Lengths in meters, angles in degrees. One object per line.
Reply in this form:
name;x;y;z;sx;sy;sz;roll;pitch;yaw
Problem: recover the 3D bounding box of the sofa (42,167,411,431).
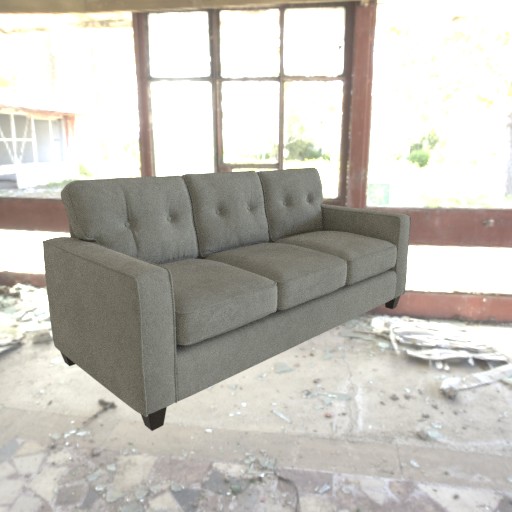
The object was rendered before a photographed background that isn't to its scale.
sofa;0.000;0.000;2.647;2.133;0.965;0.939;-14;19;-43
